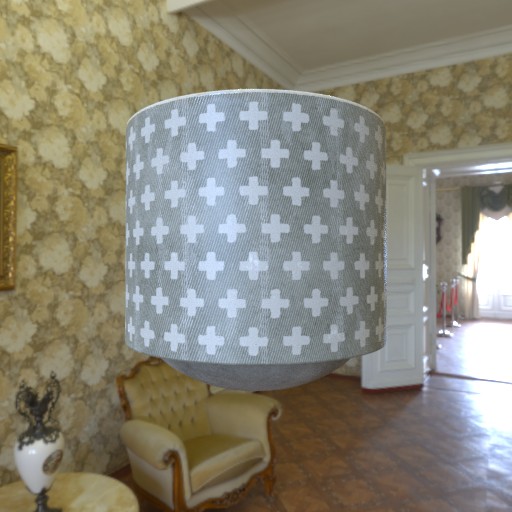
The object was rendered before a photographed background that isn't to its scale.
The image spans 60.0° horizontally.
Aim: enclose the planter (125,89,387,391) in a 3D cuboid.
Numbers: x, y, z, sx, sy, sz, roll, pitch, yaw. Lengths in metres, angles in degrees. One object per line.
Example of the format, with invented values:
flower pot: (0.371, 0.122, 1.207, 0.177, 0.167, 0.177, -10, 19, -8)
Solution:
planter: (0.000, 0.000, 0.336, 0.190, 0.181, 0.190, 0, -1, 0)
